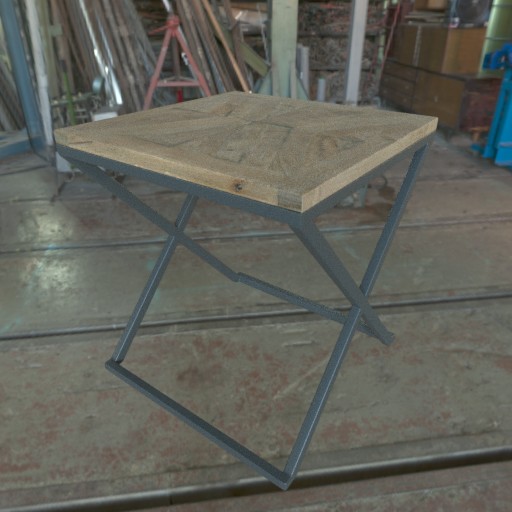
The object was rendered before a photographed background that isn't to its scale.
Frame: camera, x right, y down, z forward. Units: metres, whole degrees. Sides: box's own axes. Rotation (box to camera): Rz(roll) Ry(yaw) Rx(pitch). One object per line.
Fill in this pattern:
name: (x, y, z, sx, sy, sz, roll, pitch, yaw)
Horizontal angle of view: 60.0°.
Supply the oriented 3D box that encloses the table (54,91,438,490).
table: (0.000, 0.000, 0.934, 0.499, 0.550, 0.498, 20, 35, 31)
